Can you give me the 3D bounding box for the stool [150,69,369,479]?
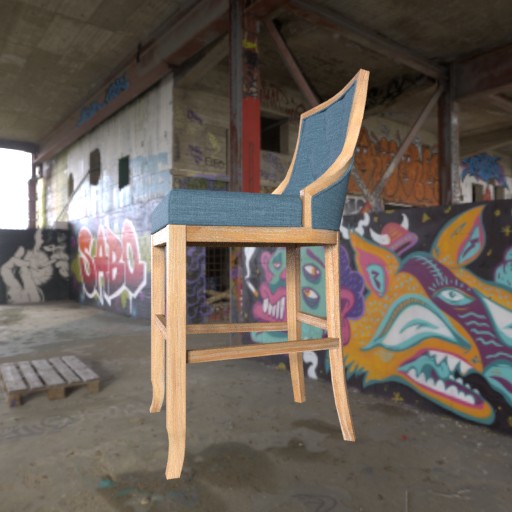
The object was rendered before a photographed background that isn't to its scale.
[{"bbox_3d":[0.000,0.000,1.429,0.626,1.101,0.524,0,0,-18],"label":"stool"}]
